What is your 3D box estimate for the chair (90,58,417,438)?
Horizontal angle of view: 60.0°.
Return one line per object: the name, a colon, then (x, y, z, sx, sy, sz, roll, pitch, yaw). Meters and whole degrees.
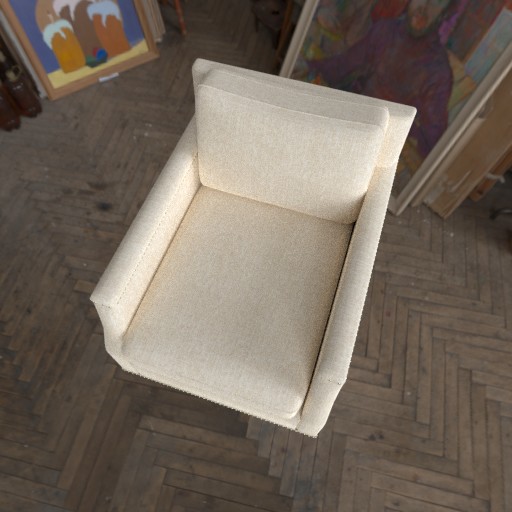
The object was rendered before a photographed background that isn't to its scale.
chair: (0.000, 0.000, 1.708, 0.838, 0.940, 1.041, 16, 62, 9)
